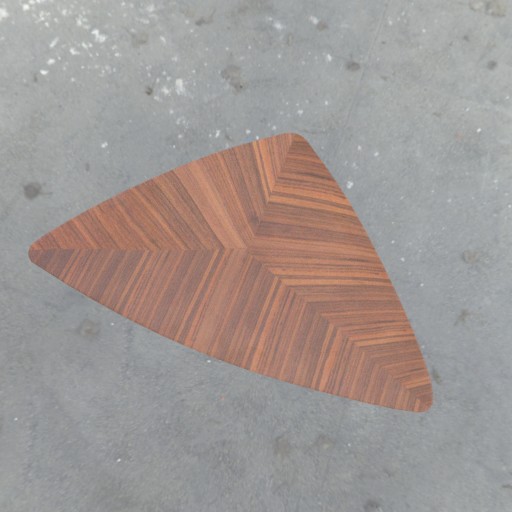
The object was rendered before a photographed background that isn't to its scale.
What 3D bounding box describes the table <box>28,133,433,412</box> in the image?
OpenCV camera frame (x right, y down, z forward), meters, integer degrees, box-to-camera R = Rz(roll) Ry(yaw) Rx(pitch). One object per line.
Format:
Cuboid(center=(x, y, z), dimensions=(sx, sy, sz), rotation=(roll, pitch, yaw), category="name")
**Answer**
Cuboid(center=(0.000, 0.000, 1.256), dimensions=(1.008, 0.365, 0.601), rotation=(20, 77, 5), category="table")
